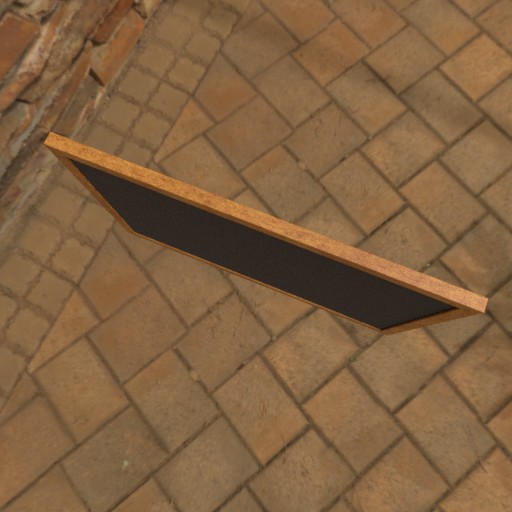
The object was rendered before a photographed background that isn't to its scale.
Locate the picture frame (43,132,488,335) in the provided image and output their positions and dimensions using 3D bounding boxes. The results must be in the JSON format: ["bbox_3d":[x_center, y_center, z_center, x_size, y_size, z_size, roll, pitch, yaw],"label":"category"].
[{"bbox_3d":[0.000,0.000,1.166,0.922,0.621,0.029,21,77,5],"label":"picture frame"}]
